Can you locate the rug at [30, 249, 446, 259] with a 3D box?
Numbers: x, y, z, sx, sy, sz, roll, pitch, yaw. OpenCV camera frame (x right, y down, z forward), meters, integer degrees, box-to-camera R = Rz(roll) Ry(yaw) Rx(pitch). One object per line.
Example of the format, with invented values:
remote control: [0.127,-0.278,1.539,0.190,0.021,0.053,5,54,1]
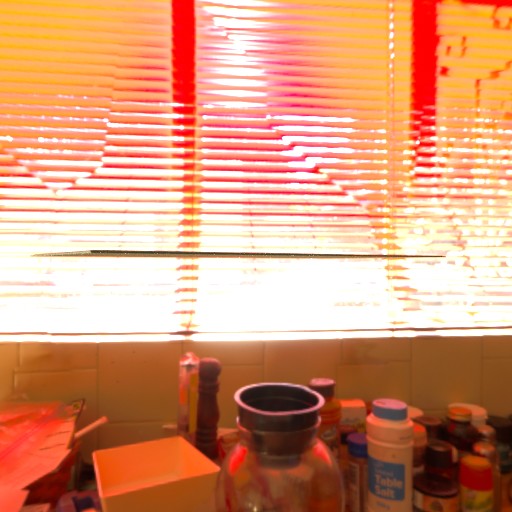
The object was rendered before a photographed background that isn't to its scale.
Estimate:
rug: [0.000,0.000,1.433,1.219,0.007,0.604,1,-1,-37]
